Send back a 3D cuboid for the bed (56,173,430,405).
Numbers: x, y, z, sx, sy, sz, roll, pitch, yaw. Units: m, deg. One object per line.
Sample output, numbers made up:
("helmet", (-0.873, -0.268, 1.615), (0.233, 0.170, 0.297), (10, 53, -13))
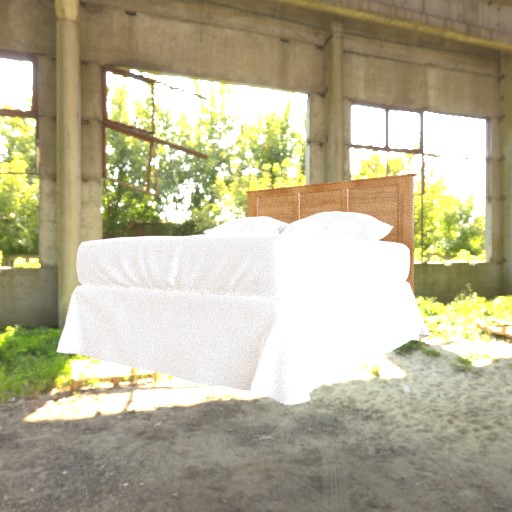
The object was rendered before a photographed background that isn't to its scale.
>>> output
("bed", (0.000, 0.000, 3.124), (1.870, 1.273, 2.035), (0, 0, 36))
